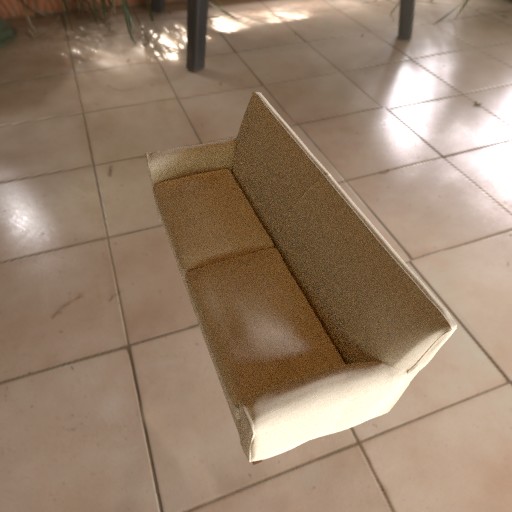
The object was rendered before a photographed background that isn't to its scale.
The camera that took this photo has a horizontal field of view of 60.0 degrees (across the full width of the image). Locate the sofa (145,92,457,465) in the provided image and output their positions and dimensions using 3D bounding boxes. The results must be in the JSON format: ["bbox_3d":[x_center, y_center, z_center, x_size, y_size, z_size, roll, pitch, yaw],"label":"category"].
[{"bbox_3d":[0.000,0.000,2.490,0.841,0.907,2.001,-16,48,-15],"label":"sofa"}]
